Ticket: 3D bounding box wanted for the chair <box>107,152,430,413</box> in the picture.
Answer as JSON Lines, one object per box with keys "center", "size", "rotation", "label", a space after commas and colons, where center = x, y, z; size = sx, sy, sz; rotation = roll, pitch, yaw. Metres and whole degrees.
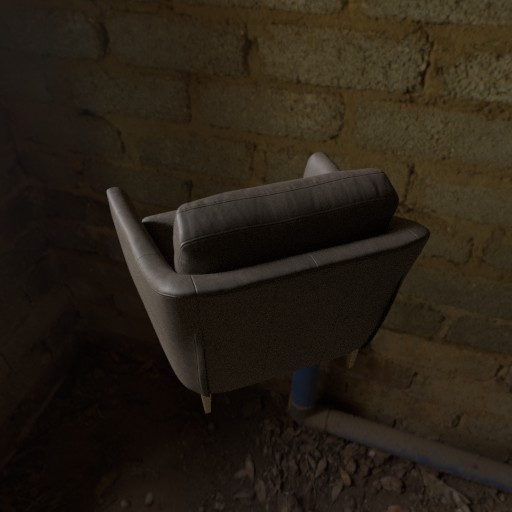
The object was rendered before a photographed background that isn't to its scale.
{"center": [0.000, 0.000, 1.713], "size": [0.988, 0.901, 0.961], "rotation": [-13, 42, -15], "label": "chair"}
